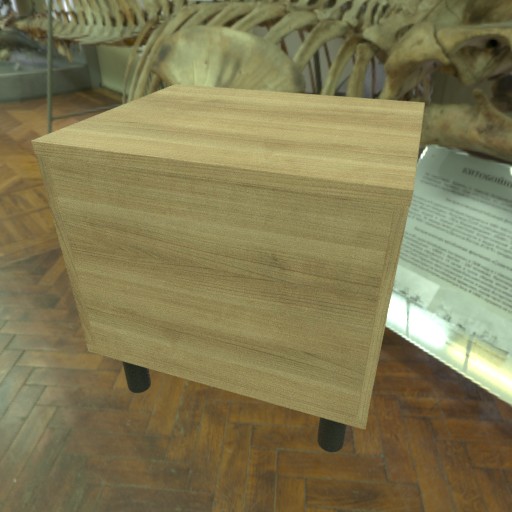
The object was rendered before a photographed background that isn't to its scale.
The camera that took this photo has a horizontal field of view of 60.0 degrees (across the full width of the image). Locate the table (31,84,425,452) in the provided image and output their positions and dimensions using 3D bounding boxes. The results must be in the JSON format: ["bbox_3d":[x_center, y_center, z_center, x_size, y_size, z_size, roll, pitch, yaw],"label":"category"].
[{"bbox_3d":[0.000,0.000,0.748,0.445,0.460,0.380,11,33,16],"label":"table"}]
